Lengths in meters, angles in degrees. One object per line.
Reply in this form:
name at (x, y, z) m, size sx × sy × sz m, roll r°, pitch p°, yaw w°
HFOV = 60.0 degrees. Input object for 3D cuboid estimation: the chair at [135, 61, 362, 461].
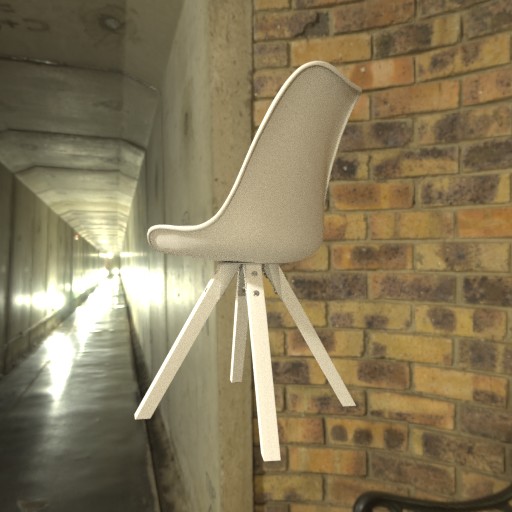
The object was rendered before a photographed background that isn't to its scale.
chair at (0.000, 0.000, 1.198) m, size 0.550 × 0.850 × 0.485 m, roll 0°, pitch 0°, yaw 35°
